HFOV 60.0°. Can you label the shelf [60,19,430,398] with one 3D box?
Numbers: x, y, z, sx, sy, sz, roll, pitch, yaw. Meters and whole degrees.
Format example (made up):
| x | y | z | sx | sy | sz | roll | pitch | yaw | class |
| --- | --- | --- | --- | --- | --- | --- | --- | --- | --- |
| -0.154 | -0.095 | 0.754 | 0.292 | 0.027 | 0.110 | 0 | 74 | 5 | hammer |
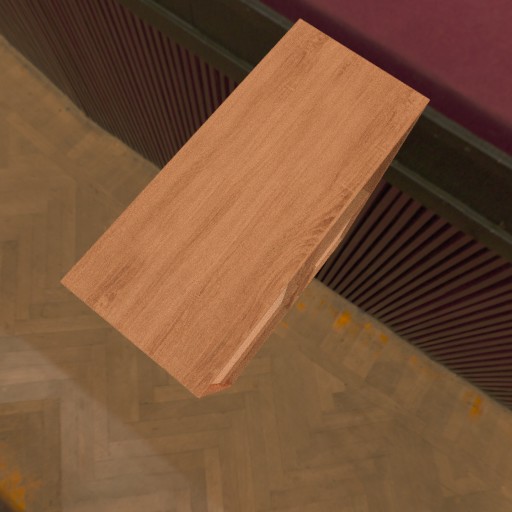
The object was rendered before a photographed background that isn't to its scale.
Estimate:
| x | y | z | sx | sy | sz | roll | pitch | yaw | class |
| --- | --- | --- | --- | --- | --- | --- | --- | --- | --- |
| 0.000 | 0.000 | 1.830 | 0.450 | 1.390 | 1.000 | 37 | 78 | 9 | shelf |
